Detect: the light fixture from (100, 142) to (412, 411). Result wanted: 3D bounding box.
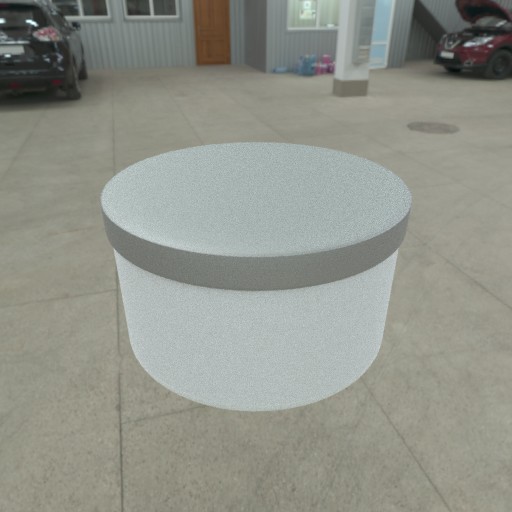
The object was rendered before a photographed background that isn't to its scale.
[{"bbox_3d":[0.000,0.000,0.639,0.393,0.229,0.393,0,30,0],"label":"light fixture"}]
